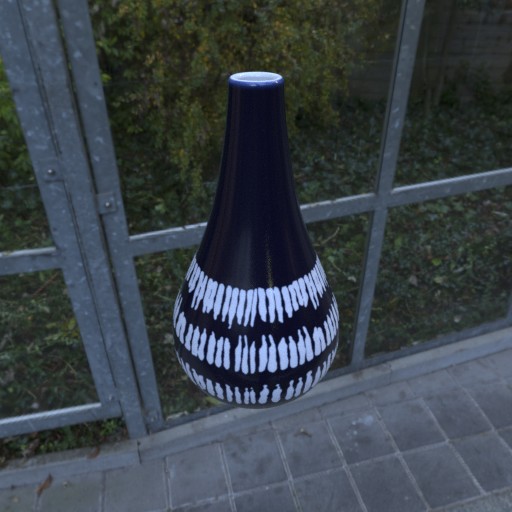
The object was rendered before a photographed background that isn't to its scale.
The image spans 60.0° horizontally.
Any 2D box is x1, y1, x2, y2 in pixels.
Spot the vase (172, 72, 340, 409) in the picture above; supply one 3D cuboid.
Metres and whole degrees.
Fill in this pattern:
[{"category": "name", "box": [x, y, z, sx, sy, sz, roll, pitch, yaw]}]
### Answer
[{"category": "vase", "box": [0.000, 0.000, 0.386, 0.159, 0.295, 0.159, 0, 32, 0]}]
